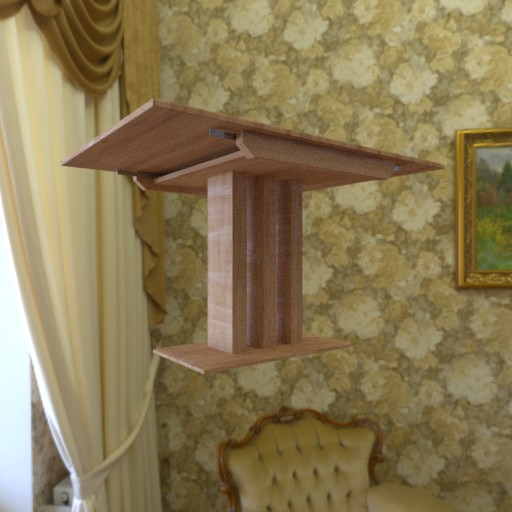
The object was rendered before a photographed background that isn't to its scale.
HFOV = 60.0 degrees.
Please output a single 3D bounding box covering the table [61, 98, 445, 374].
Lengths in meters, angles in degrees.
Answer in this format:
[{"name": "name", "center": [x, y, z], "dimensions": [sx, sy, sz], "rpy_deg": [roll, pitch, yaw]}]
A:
[{"name": "table", "center": [0.000, 0.000, 1.825], "dimensions": [1.300, 0.770, 0.900], "rpy_deg": [0, 0, -37]}]
